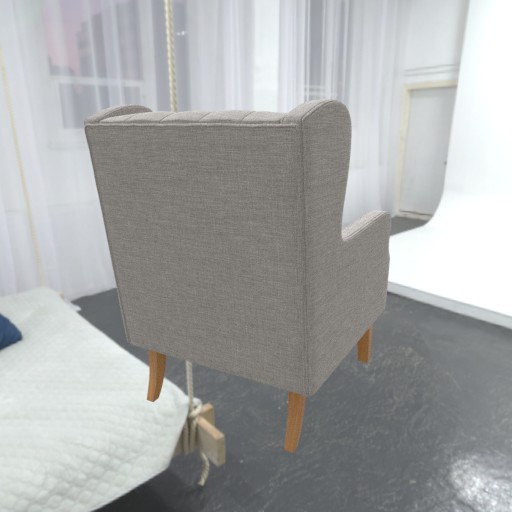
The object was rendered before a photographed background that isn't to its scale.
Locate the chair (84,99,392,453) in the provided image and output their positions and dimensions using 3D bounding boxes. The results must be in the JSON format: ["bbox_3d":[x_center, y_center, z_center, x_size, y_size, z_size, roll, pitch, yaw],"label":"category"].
[{"bbox_3d":[0.000,0.000,1.442,0.710,0.930,0.760,9,19,27],"label":"chair"}]
